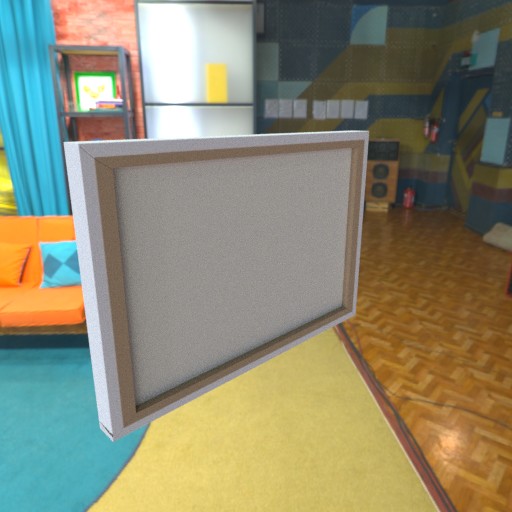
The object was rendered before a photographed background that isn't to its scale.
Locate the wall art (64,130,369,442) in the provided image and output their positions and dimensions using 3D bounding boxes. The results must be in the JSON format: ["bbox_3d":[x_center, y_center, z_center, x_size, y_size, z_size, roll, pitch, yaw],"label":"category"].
[{"bbox_3d":[0.000,0.000,0.786,0.608,0.414,0.042,-16,24,-42],"label":"wall art"}]
